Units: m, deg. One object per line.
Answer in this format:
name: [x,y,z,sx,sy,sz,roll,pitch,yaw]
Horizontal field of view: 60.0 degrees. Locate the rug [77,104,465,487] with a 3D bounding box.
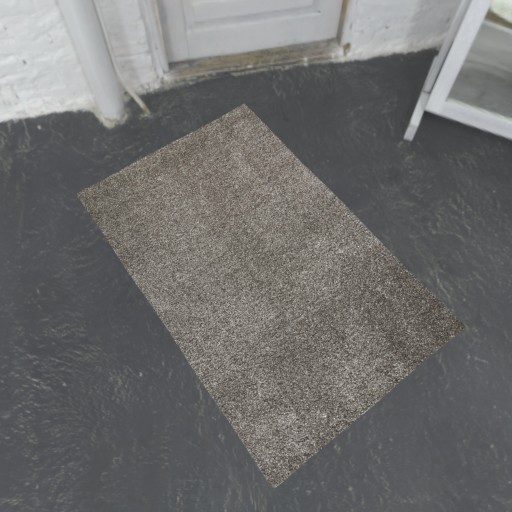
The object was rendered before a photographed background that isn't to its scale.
rug: [0.000,0.000,2.979,1.501,0.025,2.352,-33,68,-16]
